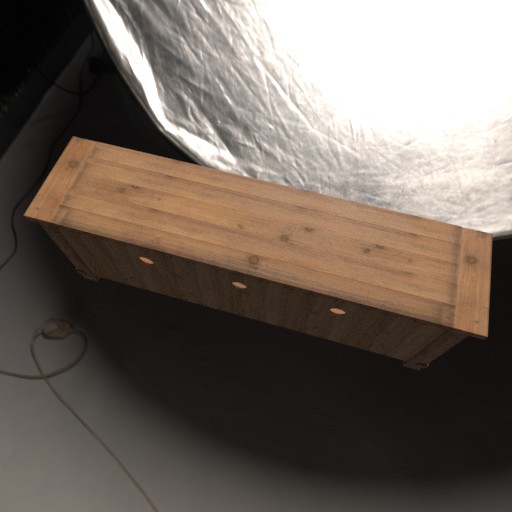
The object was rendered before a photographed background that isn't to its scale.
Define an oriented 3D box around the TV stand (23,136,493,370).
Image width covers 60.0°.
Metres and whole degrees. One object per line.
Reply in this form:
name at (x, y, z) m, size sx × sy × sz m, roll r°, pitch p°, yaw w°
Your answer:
TV stand at (0.000, 0.000, 2.005) m, size 1.804 × 0.573 × 0.453 m, roll 14°, pitch 64°, yaw 7°
